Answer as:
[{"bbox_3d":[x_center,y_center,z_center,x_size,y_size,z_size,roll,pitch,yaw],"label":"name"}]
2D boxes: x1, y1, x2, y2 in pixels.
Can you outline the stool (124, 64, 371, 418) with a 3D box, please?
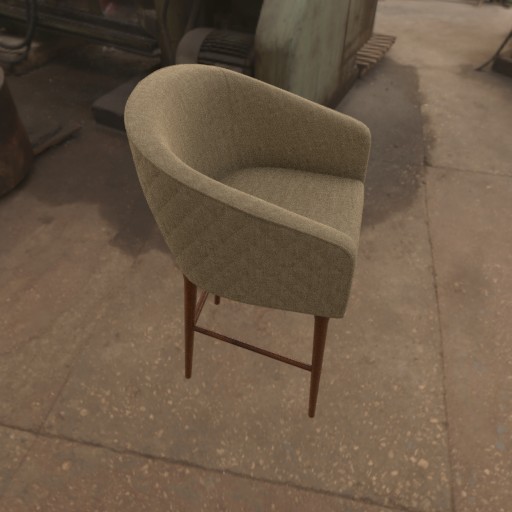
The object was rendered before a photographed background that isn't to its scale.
[{"bbox_3d":[0.000,0.000,1.431,0.607,1.078,0.559,10,46,10],"label":"stool"}]
